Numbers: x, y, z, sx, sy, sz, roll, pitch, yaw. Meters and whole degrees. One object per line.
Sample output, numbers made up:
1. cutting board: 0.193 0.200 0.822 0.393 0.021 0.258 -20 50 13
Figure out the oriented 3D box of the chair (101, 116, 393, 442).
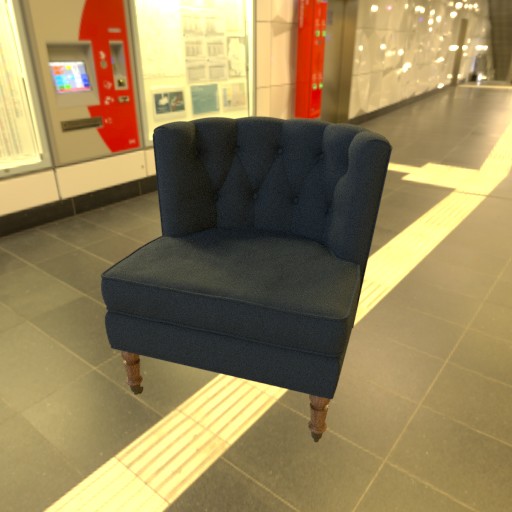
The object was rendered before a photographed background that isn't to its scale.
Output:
1. chair: 0.000 0.000 1.410 0.740 0.771 0.718 8 27 17
